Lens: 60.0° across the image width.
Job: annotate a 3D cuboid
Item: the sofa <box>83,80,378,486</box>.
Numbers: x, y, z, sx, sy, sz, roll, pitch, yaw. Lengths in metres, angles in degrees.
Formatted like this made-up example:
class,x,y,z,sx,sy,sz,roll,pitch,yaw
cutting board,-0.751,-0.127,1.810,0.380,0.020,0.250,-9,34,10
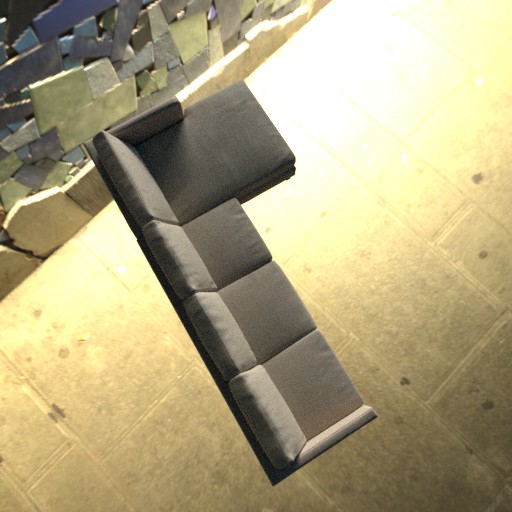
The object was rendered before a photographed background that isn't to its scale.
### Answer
class,x,y,z,sx,sy,sz,roll,pitch,yaw
sofa,0.000,0.000,3.847,1.625,0.846,3.186,-30,78,-7
